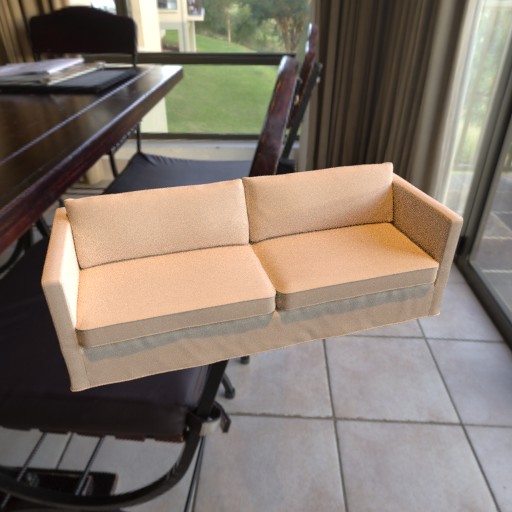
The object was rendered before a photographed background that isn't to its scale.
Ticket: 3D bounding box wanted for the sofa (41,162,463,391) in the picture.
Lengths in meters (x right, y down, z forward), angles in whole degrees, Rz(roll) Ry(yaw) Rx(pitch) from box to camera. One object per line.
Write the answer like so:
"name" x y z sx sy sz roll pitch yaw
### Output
"sofa" 0.000 0.000 3.315 2.779 0.999 1.036 -9 33 -14
